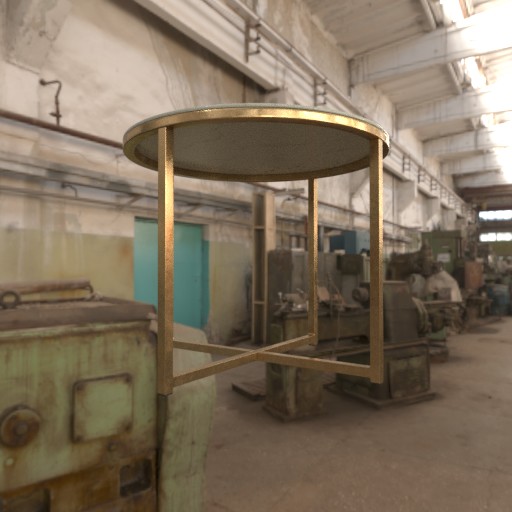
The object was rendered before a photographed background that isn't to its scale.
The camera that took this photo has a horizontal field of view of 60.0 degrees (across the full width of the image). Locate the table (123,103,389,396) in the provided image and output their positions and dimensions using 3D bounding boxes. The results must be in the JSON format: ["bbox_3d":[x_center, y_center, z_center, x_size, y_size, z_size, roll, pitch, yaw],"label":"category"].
[{"bbox_3d":[0.000,0.000,0.865,0.500,0.420,0.500,0,-1,0],"label":"table"}]
